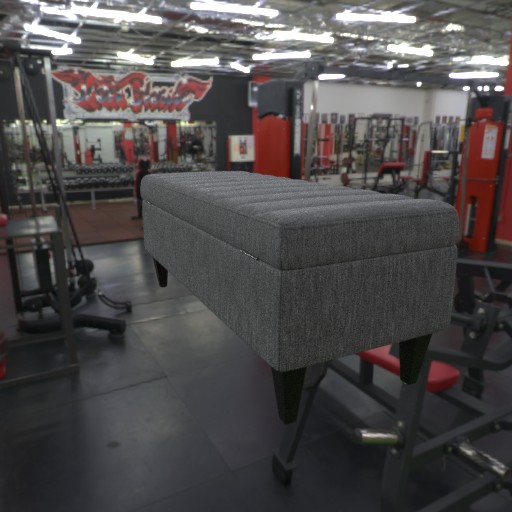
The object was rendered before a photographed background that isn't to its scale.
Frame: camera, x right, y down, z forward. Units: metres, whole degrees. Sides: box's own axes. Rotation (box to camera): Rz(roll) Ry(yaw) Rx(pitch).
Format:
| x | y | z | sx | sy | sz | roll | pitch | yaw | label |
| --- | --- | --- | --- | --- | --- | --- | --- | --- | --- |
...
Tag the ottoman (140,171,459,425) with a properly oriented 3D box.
| x | y | z | sx | sy | sz | roll | pitch | yaw | label |
| --- | --- | --- | --- | --- | --- | --- | --- | --- | --- |
| 0.000 | 0.000 | 1.436 | 0.482 | 0.469 | 1.151 | -7 | 17 | -26 | ottoman |
